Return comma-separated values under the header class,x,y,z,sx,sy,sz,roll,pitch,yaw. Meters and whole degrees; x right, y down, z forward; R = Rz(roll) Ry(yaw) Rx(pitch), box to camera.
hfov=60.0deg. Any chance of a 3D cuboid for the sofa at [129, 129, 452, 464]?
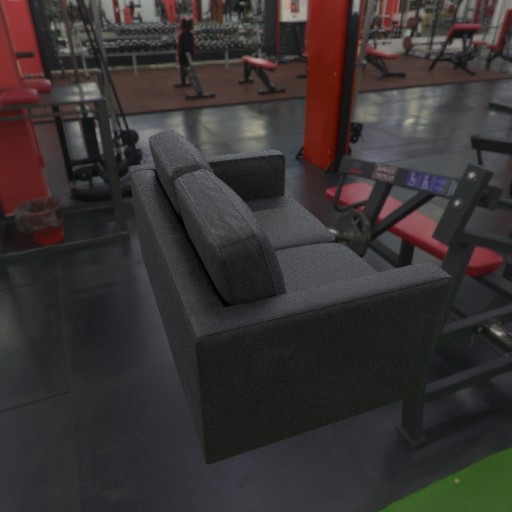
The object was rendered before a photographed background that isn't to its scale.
class,x,y,z,sx,sy,sz,roll,pitch,yaw
sofa,0.000,0.000,1.971,0.879,0.899,1.430,-11,32,-18
